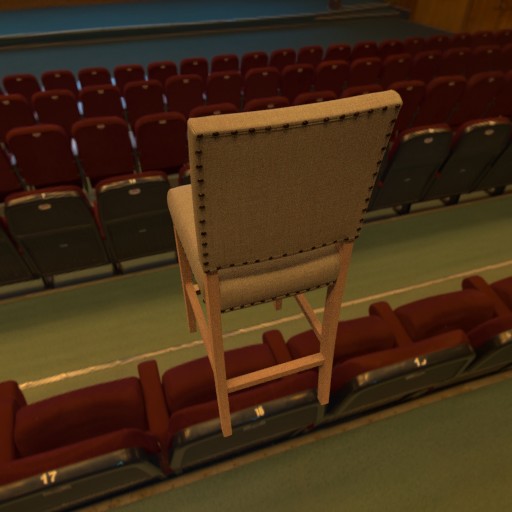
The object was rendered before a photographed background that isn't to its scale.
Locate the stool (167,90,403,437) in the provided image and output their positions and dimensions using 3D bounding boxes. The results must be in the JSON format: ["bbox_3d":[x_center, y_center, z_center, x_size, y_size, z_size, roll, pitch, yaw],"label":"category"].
[{"bbox_3d":[0.000,0.000,1.409,0.445,1.173,0.585,-13,43,-14],"label":"stool"}]
